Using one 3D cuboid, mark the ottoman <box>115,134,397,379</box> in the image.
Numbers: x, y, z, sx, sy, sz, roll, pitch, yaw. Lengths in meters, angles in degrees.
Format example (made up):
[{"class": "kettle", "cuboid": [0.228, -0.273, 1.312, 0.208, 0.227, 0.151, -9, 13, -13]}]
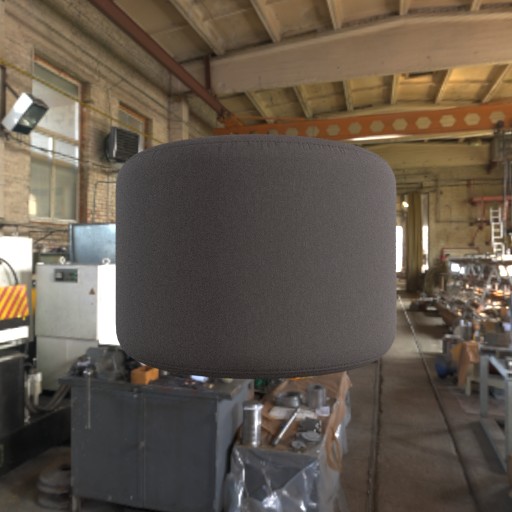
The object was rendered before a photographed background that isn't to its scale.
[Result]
[{"class": "ottoman", "cuboid": [0.000, 0.000, 1.006, 0.608, 0.433, 0.608, 0, 0, 0]}]
